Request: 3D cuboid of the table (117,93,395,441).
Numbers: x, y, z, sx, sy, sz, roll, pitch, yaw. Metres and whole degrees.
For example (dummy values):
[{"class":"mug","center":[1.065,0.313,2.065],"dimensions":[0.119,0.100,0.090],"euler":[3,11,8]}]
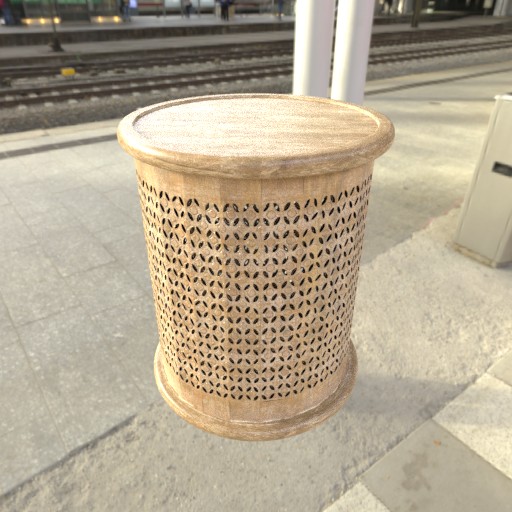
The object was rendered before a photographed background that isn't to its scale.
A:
[{"class":"table","center":[0.000,0.000,0.787],"dimensions":[0.407,0.482,0.407],"euler":[0,30,0]}]
